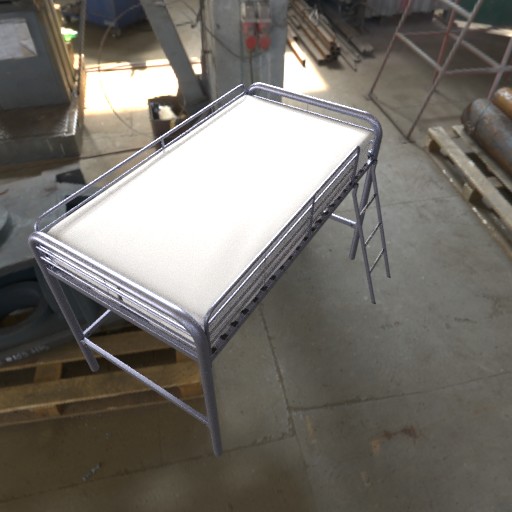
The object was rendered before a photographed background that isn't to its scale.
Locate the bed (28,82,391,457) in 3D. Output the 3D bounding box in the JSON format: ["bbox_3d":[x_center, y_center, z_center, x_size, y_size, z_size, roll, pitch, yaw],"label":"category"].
[{"bbox_3d":[0.000,0.000,2.860,1.415,1.288,1.965,24,50,22],"label":"bed"}]
